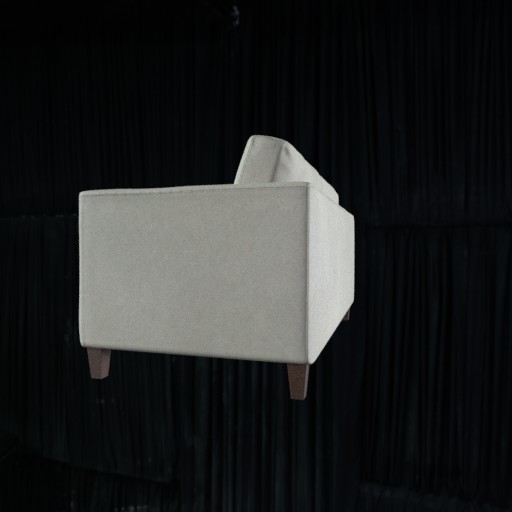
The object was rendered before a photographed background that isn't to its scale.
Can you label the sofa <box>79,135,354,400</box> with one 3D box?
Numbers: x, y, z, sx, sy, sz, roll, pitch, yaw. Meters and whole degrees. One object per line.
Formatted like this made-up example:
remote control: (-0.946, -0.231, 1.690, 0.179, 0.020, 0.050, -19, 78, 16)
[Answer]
sofa: (0.000, 0.000, 2.462, 0.950, 0.940, 1.846, 0, 1, 17)
